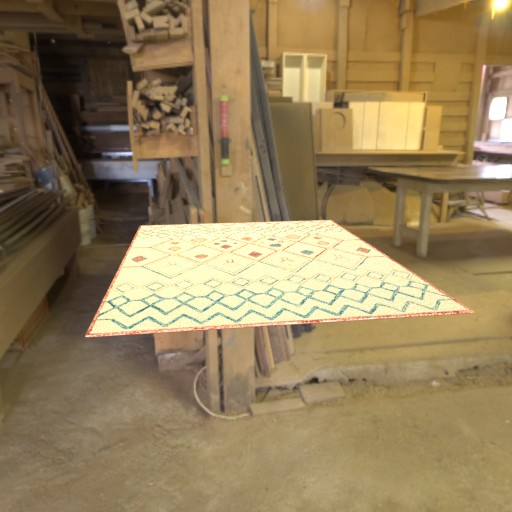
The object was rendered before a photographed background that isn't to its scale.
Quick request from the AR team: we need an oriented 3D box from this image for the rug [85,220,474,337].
[{"bbox_3d":[0.000,0.000,4.171,2.441,0.016,3.050,-2,16,-8],"label":"rug"}]
